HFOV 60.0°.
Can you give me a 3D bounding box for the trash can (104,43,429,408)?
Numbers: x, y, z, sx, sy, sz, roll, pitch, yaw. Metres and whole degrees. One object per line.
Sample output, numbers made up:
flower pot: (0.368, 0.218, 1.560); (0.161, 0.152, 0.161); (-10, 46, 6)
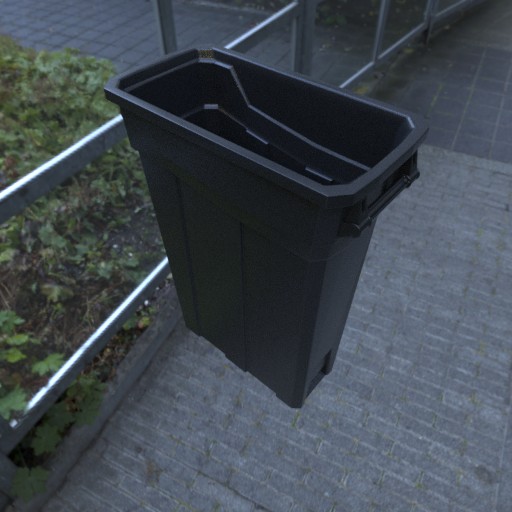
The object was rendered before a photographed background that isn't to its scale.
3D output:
trash can: (0.000, 0.000, 1.035); (0.559, 0.762, 0.281); (31, 53, 27)
